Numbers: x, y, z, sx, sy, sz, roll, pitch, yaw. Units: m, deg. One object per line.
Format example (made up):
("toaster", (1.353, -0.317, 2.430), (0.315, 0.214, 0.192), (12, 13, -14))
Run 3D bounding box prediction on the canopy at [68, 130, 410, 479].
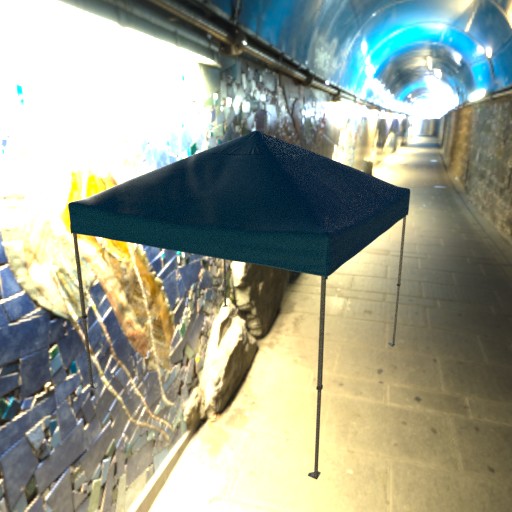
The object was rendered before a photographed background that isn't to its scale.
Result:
("canopy", (0.000, 0.000, 5.497), (2.996, 2.997, 2.998), (9, 19, 29))
